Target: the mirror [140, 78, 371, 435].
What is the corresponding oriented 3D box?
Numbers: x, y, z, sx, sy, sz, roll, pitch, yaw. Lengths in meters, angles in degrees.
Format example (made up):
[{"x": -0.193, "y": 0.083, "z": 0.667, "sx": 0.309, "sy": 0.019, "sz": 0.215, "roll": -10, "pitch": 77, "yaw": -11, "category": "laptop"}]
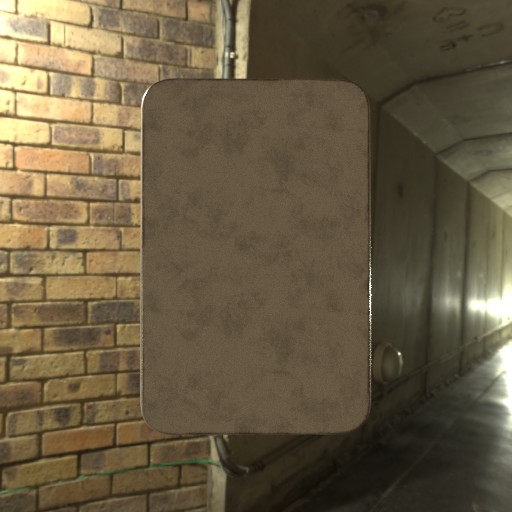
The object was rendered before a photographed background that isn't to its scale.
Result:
[{"x": 0.000, "y": 0.000, "z": 0.883, "sx": 0.461, "sy": 0.713, "sz": 0.024, "roll": 0, "pitch": -1, "yaw": -1, "category": "mirror"}]
